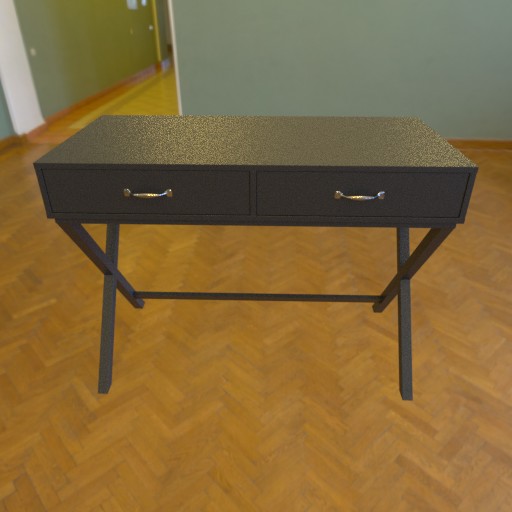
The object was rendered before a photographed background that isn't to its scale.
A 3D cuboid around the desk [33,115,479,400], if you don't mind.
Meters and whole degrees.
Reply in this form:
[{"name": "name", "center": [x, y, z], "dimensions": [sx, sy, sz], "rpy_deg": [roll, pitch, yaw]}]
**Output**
[{"name": "desk", "center": [0.000, 0.000, 1.454], "dimensions": [1.057, 0.780, 0.525], "rpy_deg": [1, 30, 1]}]
